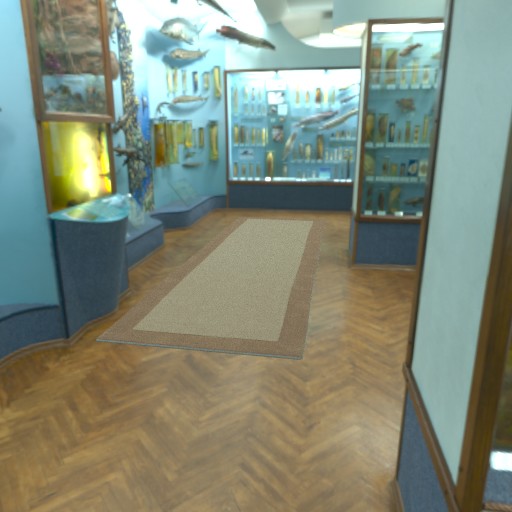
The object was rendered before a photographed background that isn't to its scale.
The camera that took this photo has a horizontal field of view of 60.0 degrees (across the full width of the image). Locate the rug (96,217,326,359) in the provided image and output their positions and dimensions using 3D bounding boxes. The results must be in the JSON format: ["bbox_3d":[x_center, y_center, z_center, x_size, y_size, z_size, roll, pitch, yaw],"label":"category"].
[{"bbox_3d":[0.000,0.000,2.706,0.767,0.012,2.430,3,16,10],"label":"rug"}]
